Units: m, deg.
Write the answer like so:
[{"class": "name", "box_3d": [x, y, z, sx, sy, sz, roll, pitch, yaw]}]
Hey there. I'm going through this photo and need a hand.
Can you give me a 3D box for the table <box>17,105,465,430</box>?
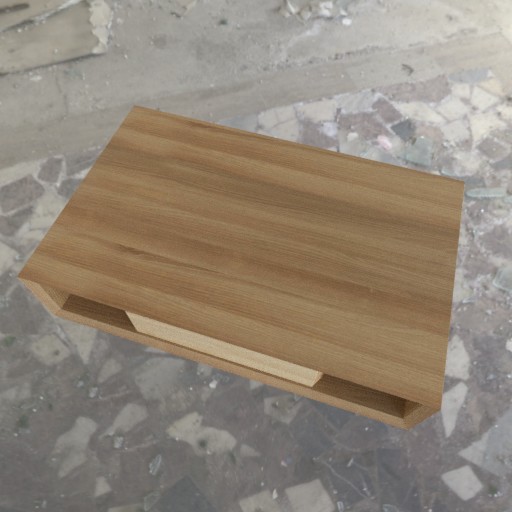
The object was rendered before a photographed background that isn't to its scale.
[{"class": "table", "box_3d": [0.000, 0.000, 1.395, 1.100, 0.330, 0.700, 16, 60, 9]}]
